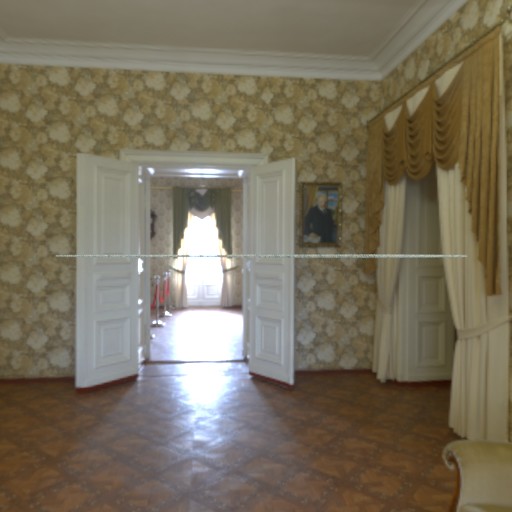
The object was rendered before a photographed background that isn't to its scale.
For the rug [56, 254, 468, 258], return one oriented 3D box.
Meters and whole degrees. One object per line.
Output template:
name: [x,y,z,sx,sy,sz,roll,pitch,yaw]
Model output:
rug: [0.000,0.000,2.955,2.283,0.013,1.547,0,0,37]
